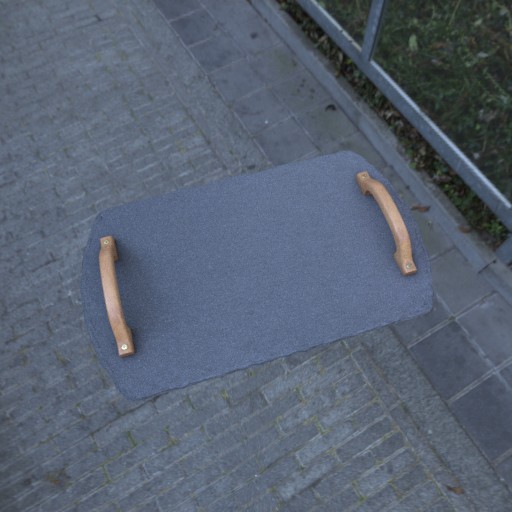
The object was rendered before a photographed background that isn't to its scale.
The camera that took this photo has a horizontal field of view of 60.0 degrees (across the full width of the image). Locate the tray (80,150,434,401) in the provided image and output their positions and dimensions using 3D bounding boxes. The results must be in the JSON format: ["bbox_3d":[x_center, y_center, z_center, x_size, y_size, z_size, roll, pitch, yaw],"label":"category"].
[{"bbox_3d":[0.000,0.000,0.491,0.387,0.062,0.231,-15,65,-7],"label":"tray"}]
